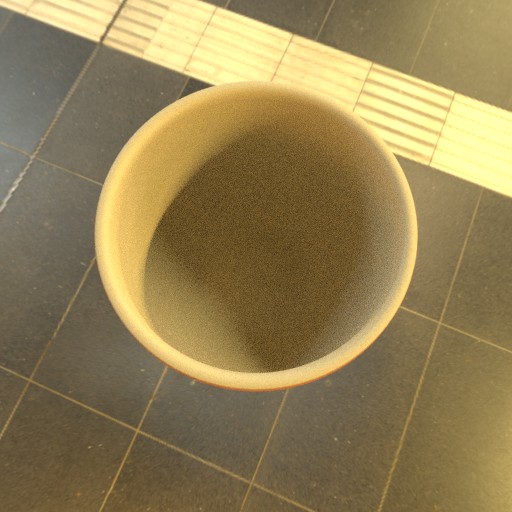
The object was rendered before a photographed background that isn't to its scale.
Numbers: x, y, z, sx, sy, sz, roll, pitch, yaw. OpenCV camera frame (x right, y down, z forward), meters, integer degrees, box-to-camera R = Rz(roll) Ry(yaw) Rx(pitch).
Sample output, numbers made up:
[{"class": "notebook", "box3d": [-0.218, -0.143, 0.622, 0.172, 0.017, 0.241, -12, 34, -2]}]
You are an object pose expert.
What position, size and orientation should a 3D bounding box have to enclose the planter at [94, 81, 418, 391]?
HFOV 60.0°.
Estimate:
[{"class": "planter", "box3d": [0.000, 0.000, 0.220, 0.124, 0.109, 0.124, 0, 76, 0]}]
